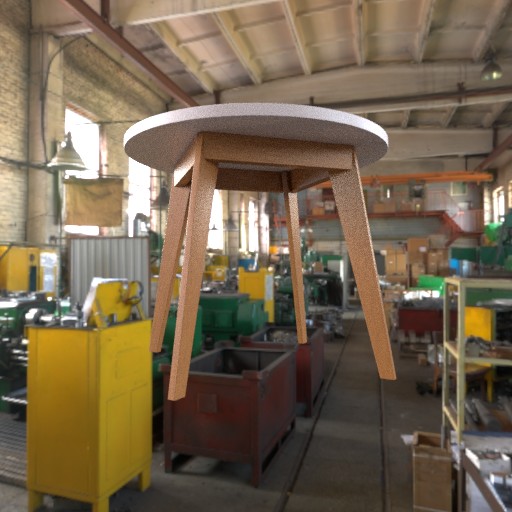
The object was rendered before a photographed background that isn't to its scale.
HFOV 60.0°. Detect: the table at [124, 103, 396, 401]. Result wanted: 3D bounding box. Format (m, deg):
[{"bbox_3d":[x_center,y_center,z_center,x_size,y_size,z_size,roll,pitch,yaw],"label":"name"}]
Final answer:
[{"bbox_3d":[0.000,0.000,1.563,0.896,0.762,0.896,0,-1,0],"label":"table"}]
